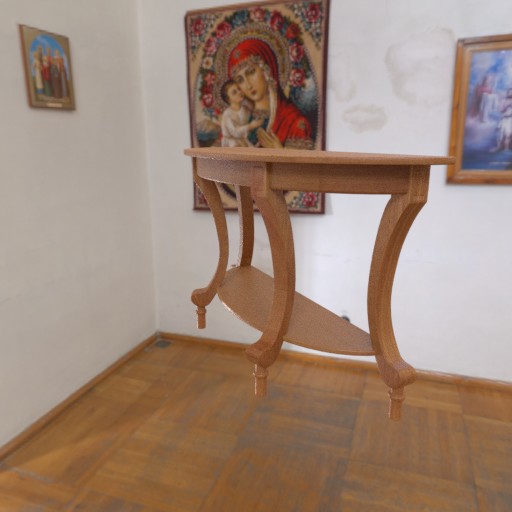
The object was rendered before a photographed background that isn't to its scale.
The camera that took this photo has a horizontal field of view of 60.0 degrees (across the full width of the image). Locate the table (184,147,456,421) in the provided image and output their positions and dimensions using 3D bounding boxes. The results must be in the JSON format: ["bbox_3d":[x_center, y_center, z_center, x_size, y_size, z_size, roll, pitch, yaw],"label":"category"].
[{"bbox_3d":[0.000,0.000,1.498,0.394,0.692,1.198,-7,17,-25],"label":"table"}]
